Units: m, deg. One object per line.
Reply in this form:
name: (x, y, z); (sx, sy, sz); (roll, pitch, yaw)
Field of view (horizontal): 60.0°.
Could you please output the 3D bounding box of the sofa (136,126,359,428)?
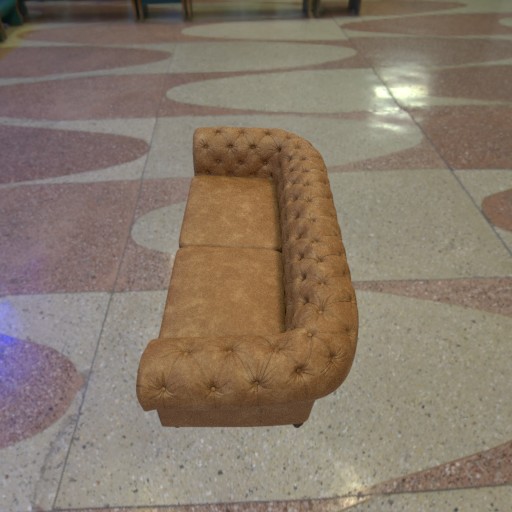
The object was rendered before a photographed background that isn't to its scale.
sofa: (0.000, 0.000, 2.816); (0.989, 0.760, 2.365); (0, 41, 0)
